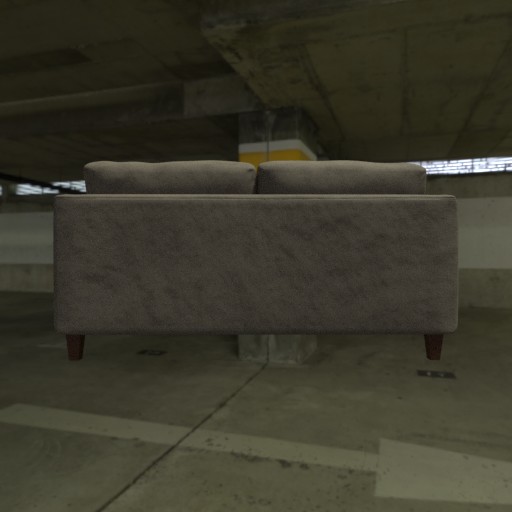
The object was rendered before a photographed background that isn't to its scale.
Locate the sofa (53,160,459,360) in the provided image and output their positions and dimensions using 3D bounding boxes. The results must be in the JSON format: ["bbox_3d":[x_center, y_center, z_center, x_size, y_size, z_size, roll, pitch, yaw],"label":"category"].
[{"bbox_3d":[0.000,0.000,2.486,1.884,0.963,0.950,0,0,0],"label":"sofa"}]
